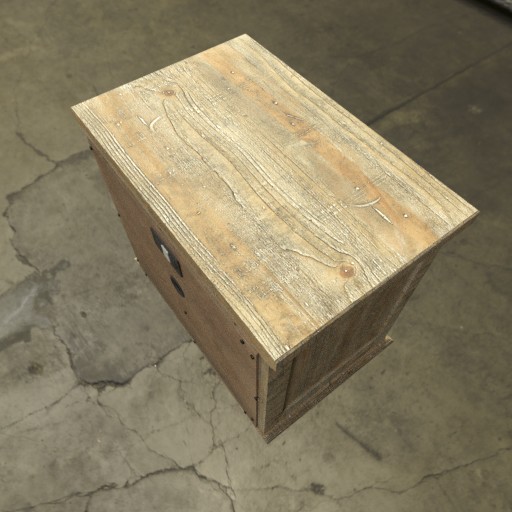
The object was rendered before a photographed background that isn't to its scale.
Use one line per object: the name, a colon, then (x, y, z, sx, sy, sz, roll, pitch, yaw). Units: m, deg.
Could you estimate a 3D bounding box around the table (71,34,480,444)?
table: (0.000, 0.000, 1.130, 0.457, 0.711, 0.686, -32, 62, -19)
